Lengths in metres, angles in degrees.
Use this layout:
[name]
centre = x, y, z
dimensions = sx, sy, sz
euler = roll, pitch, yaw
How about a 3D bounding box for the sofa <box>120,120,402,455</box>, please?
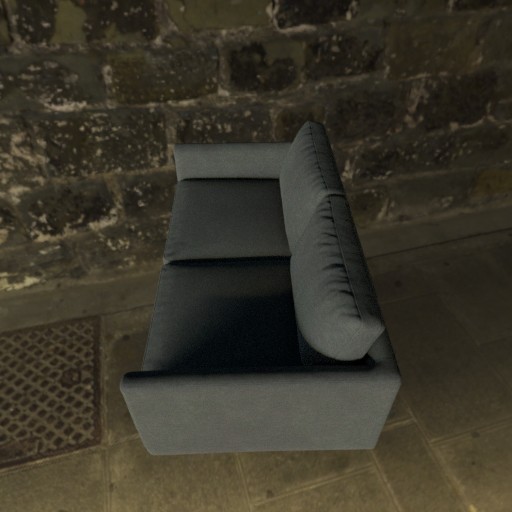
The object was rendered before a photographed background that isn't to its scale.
[sofa]
centre = 0.000, 0.000, 2.518
dimensions = 1.091, 0.845, 1.909
euler = -1, 42, -1
